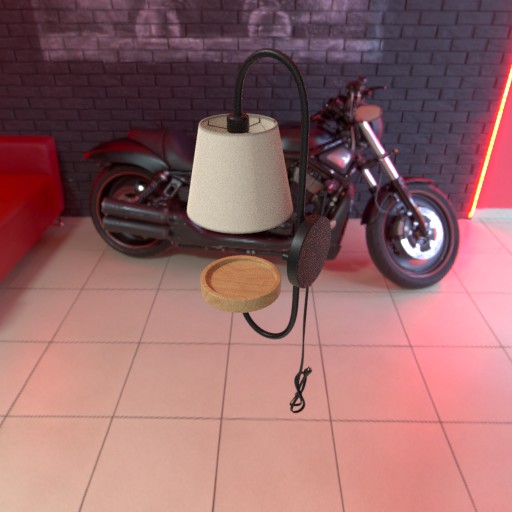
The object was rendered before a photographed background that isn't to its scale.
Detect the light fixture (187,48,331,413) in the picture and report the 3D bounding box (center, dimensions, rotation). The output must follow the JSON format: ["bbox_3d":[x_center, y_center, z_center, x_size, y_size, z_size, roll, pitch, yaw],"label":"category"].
[{"bbox_3d":[0.000,0.000,0.958,0.299,0.821,0.220,19,36,28],"label":"light fixture"}]
